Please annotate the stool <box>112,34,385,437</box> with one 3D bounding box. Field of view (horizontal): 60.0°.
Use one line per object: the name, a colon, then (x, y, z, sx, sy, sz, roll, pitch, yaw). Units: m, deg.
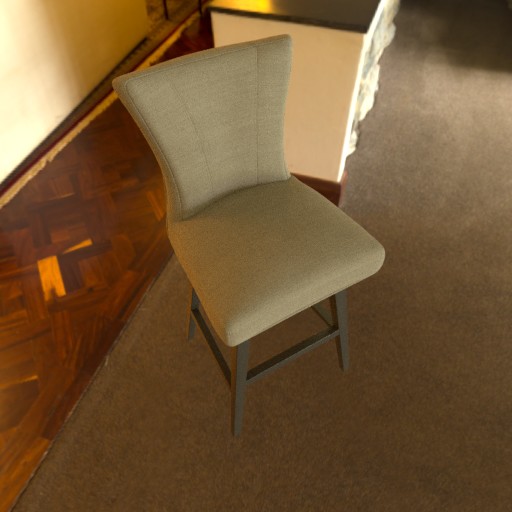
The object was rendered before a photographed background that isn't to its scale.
stool: (0.000, 0.000, 1.390, 0.514, 1.086, 0.574, -24, 53, -20)
